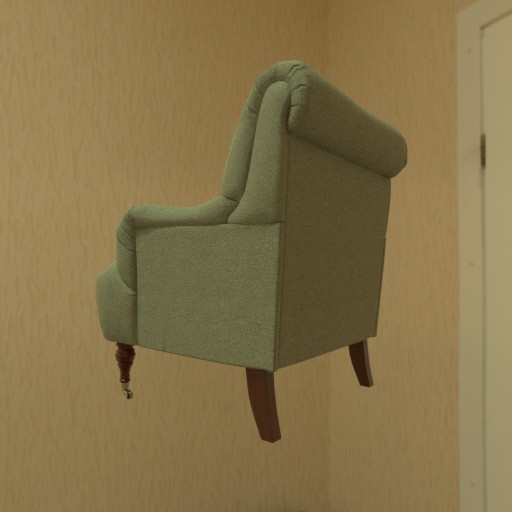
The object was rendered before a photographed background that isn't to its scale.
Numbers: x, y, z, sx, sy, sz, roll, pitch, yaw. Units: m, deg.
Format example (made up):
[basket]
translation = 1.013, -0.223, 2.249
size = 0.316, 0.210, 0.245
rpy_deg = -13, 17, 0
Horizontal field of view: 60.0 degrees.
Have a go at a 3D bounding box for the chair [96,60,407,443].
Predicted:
[chair]
translation = 0.000, 0.000, 1.926
size = 1.060, 1.178, 0.964
rpy_deg = -1, -1, 36
